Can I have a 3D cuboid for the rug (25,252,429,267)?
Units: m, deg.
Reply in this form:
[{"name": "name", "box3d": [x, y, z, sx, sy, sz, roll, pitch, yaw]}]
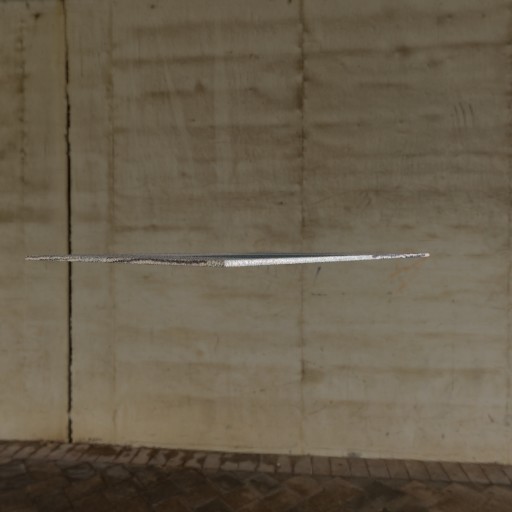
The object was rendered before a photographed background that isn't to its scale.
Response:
[{"name": "rug", "box3d": [0.000, 0.000, 2.358, 1.238, 0.020, 1.847, 1, 1, 38]}]
